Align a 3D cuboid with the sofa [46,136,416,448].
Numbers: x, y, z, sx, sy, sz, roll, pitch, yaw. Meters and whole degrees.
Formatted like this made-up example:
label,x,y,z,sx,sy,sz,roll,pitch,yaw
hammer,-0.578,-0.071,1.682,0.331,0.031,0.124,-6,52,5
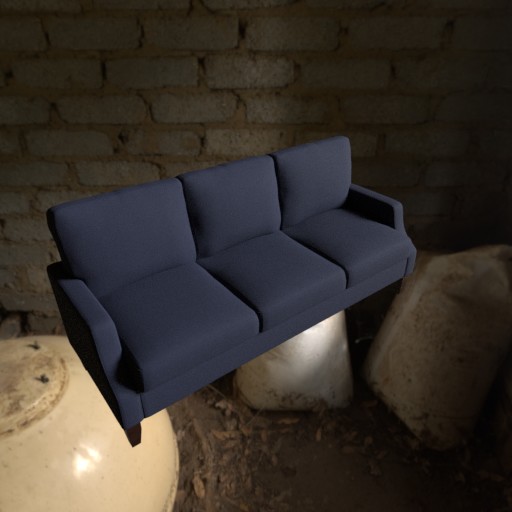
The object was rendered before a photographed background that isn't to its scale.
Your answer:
label,x,y,z,sx,sy,sz,roll,pitch,yaw
sofa,0.000,0.000,2.618,2.115,0.984,0.888,-22,37,-32
